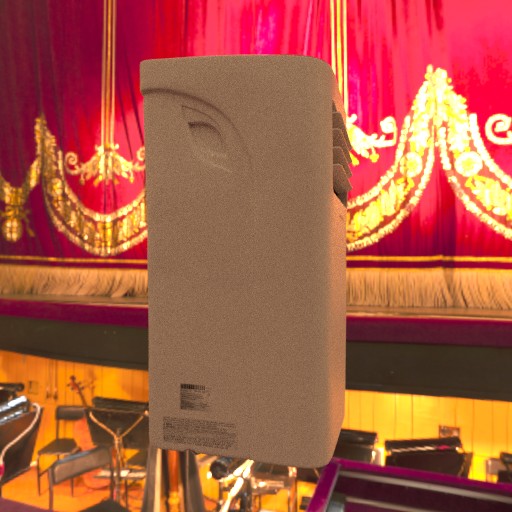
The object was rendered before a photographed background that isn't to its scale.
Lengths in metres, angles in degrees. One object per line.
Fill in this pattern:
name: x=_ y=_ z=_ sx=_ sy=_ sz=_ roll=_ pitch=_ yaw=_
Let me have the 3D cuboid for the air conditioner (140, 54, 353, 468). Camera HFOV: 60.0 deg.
air conditioner: x=0.000 y=0.000 z=0.901 sx=0.369 sy=0.716 sz=0.352 roll=0 pitch=-1 yaw=17
